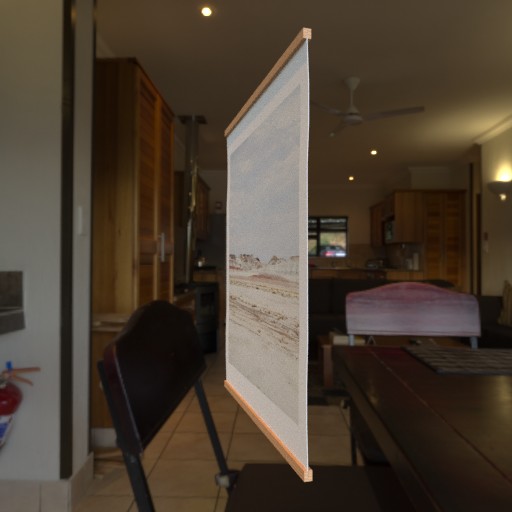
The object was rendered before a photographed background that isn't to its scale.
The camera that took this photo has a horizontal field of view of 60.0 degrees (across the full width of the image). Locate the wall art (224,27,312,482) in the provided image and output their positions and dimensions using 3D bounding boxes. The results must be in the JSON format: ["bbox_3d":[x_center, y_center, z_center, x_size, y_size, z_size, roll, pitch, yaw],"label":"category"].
[{"bbox_3d":[0.000,0.000,0.689,0.010,0.507,0.404,0,-1,-17],"label":"wall art"}]
